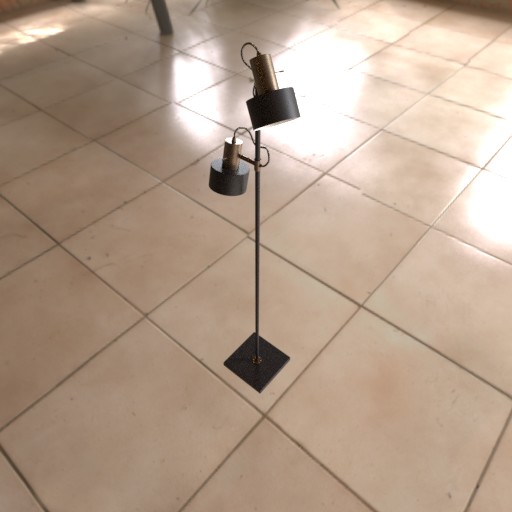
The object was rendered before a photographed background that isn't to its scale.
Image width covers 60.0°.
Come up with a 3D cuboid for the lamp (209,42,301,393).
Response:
[{"bbox_3d":[0.000,0.000,1.630,0.315,1.505,0.233,31,54,26],"label":"lamp"}]
